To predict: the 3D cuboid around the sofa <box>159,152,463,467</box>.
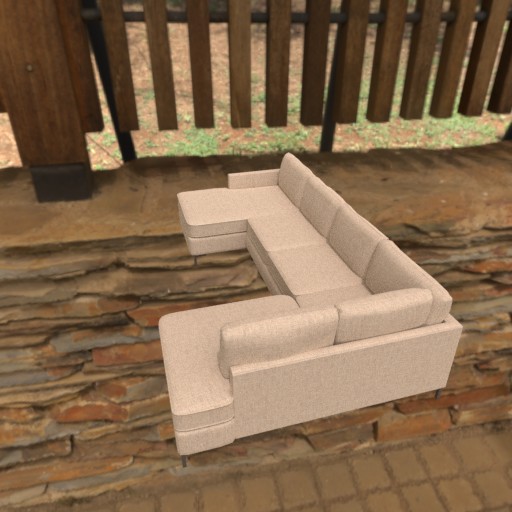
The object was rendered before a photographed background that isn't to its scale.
[{"bbox_3d":[0.000,0.000,4.305,2.021,0.996,3.423,-8,32,-14],"label":"sofa"}]
